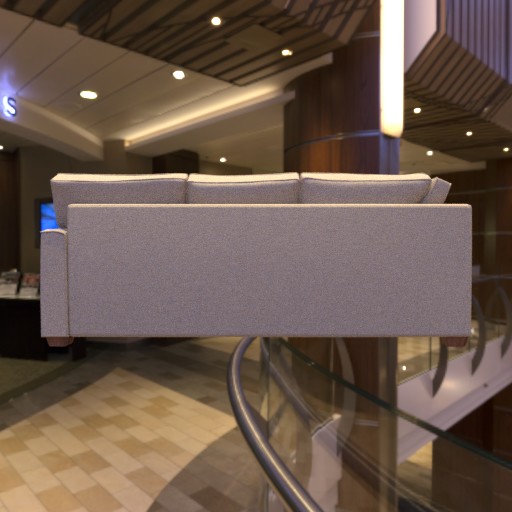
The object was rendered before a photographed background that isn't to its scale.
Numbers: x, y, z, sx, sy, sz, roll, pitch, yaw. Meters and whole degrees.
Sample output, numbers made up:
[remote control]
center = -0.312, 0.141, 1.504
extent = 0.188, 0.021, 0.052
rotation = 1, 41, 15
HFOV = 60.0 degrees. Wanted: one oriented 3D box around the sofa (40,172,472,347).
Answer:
[sofa]
center = 0.000, 0.000, 2.873
extent = 2.317, 0.962, 1.061
rotation = 0, 1, 0
